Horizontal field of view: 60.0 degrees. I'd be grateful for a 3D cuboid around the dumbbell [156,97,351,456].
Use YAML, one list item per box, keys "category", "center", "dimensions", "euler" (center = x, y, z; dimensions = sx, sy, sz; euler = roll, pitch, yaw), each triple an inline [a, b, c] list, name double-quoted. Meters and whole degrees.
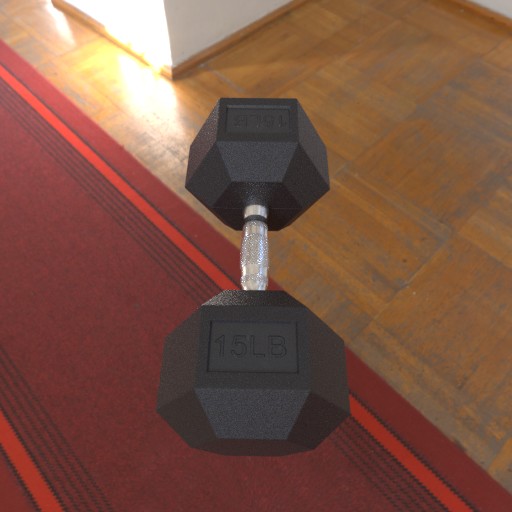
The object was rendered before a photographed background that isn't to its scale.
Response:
- category: "dumbbell"
  center: [0.000, 0.000, 0.337]
  dimensions: [0.122, 0.106, 0.271]
  euler: [1, 58, 0]
